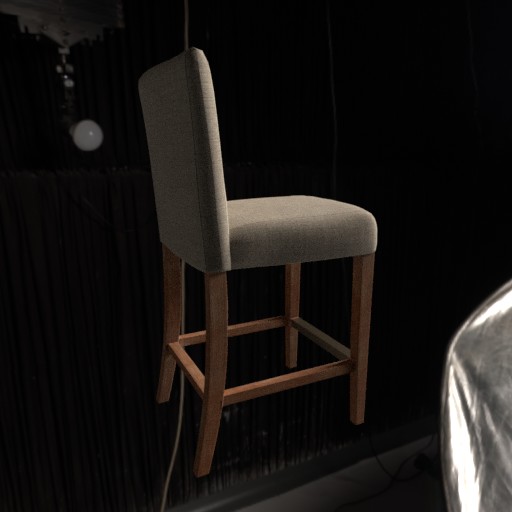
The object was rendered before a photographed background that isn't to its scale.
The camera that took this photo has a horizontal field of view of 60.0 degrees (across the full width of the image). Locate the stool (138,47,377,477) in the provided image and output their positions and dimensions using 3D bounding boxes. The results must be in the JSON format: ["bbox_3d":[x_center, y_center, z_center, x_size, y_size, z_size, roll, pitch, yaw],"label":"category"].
[{"bbox_3d":[0.000,0.000,1.324,0.567,1.039,0.454,-7,16,-26],"label":"stool"}]
